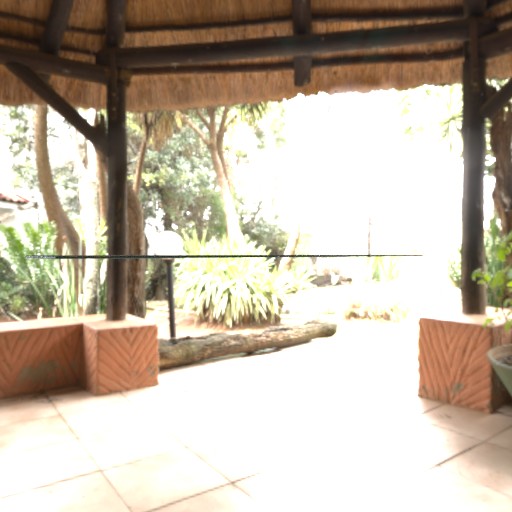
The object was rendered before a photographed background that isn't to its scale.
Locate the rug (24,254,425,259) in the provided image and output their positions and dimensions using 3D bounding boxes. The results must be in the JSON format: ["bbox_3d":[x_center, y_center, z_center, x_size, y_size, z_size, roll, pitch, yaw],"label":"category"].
[{"bbox_3d":[0.000,0.000,2.442,2.196,0.011,0.662,0,0,-36],"label":"rug"}]
